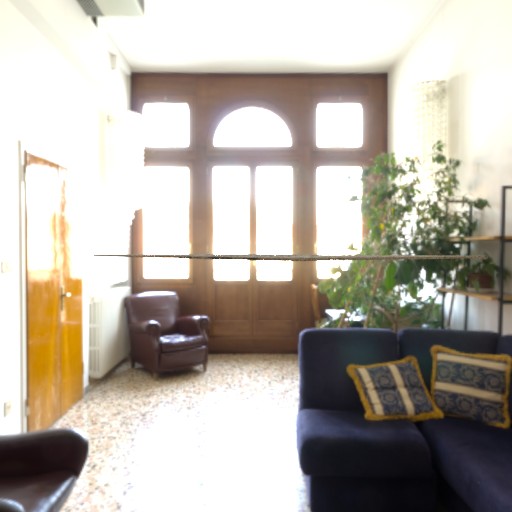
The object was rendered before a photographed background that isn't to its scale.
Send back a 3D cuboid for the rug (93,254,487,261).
[{"bbox_3d":[0.000,0.000,4.842,2.393,0.019,3.824,0,1,-36],"label":"rug"}]
